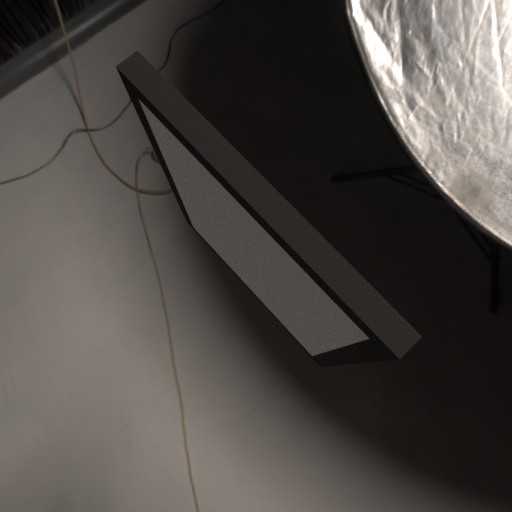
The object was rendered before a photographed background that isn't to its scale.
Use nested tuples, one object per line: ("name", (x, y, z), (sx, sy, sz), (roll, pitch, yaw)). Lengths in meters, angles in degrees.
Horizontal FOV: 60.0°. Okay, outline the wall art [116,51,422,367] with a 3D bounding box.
("wall art", (0.000, 0.000, 0.543), (0.024, 0.404, 0.329), (-41, 79, -10))
